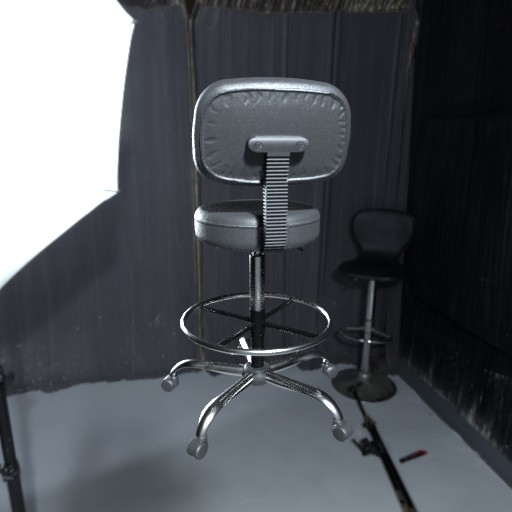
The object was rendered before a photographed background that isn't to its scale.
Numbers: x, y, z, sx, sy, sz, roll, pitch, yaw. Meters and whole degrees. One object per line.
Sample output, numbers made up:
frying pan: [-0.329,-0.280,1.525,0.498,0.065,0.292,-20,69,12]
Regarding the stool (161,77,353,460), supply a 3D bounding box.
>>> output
stool: [0.000,0.000,1.514,0.694,1.069,0.658,-3,15,-10]
